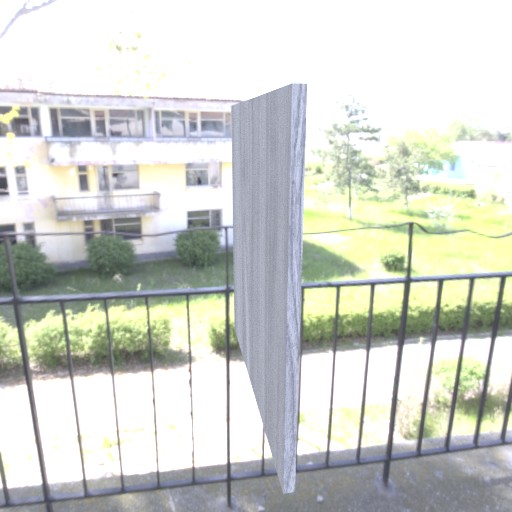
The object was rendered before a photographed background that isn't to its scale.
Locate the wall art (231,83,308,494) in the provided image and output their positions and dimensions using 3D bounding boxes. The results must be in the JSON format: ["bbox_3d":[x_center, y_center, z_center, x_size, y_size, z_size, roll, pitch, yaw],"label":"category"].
[{"bbox_3d":[0.000,0.000,0.755,0.016,0.507,0.508,-3,17,-10],"label":"wall art"}]
